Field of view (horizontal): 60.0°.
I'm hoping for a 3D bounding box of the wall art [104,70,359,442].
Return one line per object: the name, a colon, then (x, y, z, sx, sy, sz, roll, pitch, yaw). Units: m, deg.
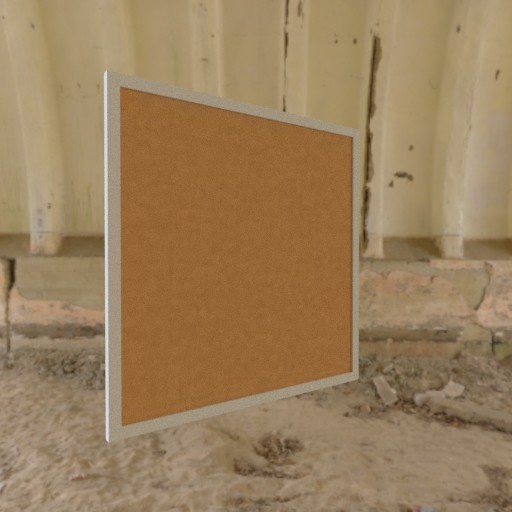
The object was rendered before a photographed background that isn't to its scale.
wall art: (0.000, 0.000, 0.683, 0.457, 0.457, 0.012, -1, 1, -36)
